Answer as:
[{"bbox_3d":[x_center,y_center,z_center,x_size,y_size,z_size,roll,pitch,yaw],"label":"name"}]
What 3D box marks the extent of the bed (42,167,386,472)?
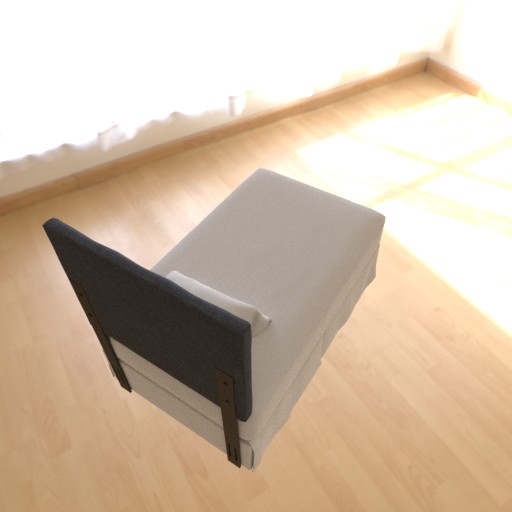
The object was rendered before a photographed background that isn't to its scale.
[{"bbox_3d":[0.000,0.000,2.991,1.261,1.571,1.997,25,52,21],"label":"bed"}]
